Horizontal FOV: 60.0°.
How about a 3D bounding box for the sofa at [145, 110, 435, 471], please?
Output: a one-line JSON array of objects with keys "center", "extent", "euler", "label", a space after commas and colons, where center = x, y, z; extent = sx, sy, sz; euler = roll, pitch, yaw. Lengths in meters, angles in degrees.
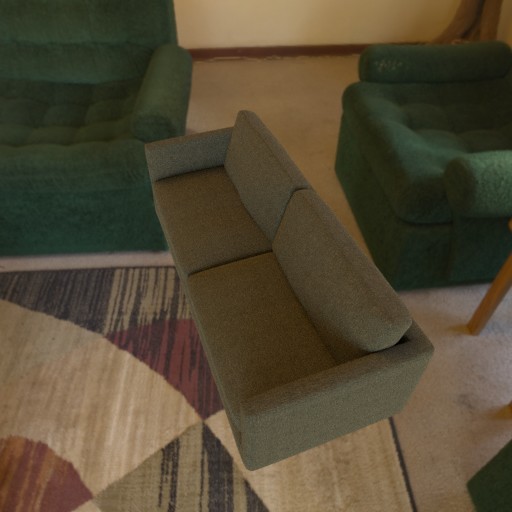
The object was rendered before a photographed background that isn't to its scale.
[{"center": [0.000, 0.000, 2.791], "extent": [0.948, 0.965, 2.208], "euler": [-15, 48, -14], "label": "sofa"}]
